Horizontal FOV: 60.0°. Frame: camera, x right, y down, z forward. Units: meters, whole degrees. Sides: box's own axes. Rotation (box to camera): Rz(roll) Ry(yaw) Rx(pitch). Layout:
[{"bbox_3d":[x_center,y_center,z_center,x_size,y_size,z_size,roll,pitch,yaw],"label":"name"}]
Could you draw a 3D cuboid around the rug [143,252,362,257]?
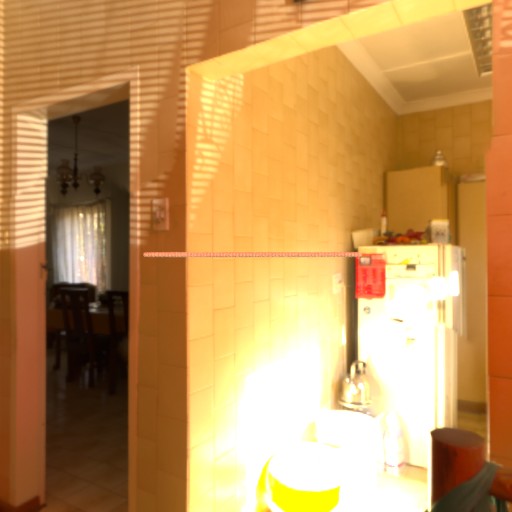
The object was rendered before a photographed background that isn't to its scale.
[{"bbox_3d":[0.000,0.000,2.501,0.678,0.014,2.276,0,0,1],"label":"rug"}]
